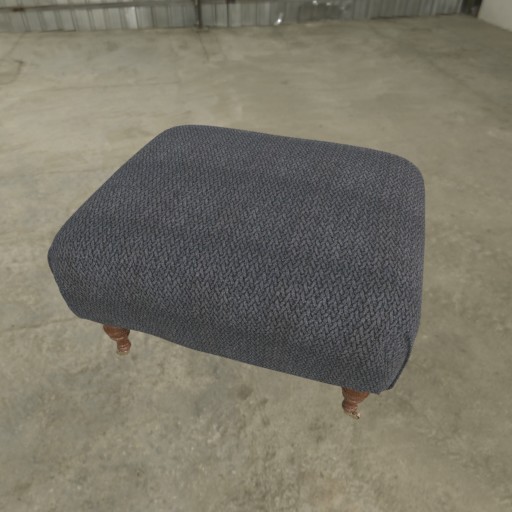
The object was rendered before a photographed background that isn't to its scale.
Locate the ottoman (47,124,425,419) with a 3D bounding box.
[{"bbox_3d":[0.000,0.000,1.097,0.747,0.450,0.622,11,42,13],"label":"ottoman"}]
